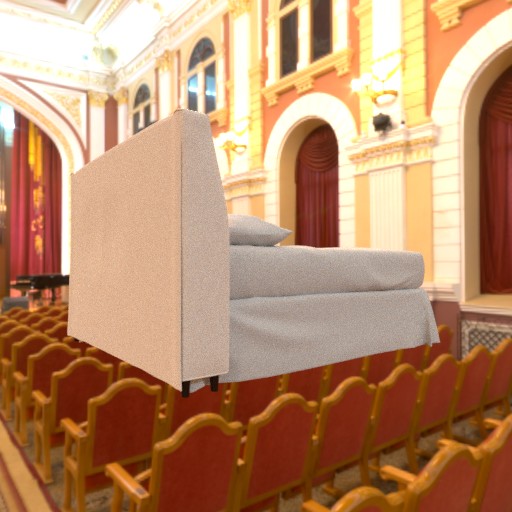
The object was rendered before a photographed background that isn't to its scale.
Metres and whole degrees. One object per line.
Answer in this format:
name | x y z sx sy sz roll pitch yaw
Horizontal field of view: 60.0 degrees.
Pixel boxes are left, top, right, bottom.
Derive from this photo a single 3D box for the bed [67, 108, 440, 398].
bed | 0.000 0.000 3.402 2.276 1.332 1.925 1 -1 -37
